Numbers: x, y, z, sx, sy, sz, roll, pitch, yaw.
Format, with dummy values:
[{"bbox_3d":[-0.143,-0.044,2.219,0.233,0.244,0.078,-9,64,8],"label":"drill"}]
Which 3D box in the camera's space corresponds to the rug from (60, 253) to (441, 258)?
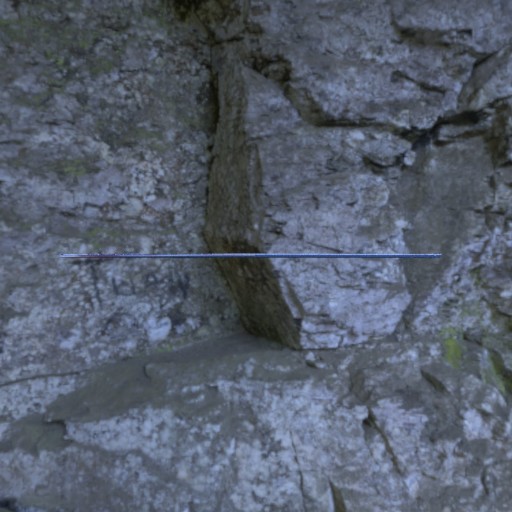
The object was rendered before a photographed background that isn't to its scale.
[{"bbox_3d":[0.000,0.000,2.228,1.159,0.025,1.793,0,0,2],"label":"rug"}]
